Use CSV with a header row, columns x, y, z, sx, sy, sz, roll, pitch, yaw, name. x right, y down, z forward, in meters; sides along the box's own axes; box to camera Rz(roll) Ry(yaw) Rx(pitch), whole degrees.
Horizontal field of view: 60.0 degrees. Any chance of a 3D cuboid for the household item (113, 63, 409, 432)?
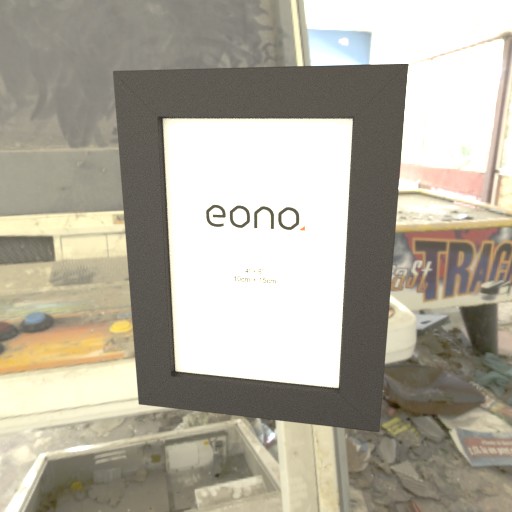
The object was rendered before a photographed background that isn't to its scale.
x,y,z,sx,sy,sz,roll,pitch,yaw,name
0.000,0.000,0.227,0.133,0.178,0.022,3,15,10,household item
